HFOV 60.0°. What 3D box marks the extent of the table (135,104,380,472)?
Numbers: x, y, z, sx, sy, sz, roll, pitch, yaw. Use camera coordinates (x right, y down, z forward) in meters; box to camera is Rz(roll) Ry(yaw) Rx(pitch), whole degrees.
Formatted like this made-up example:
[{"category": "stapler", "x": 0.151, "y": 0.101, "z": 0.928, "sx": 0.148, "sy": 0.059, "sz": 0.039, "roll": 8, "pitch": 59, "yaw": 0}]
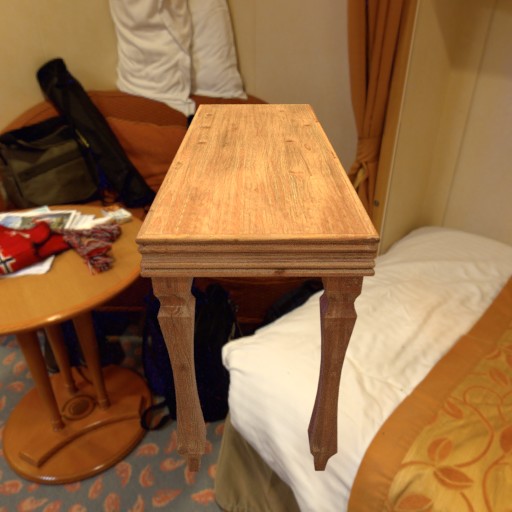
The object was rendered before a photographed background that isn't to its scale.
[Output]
[{"category": "table", "x": 0.000, "y": 0.000, "z": 1.733, "sx": 0.522, "sy": 0.873, "sz": 1.330, "roll": 0, "pitch": 30, "yaw": 0}]
